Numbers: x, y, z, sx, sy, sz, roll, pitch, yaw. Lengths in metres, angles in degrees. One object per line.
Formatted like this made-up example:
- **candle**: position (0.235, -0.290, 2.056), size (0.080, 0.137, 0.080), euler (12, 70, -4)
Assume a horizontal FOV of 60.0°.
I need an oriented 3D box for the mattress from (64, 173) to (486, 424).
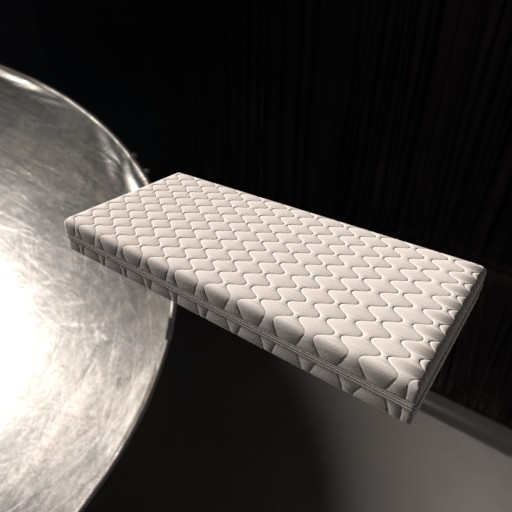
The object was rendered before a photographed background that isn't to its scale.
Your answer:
- **mattress**: position (0.000, 0.000, 2.282), size (2.000, 0.200, 0.900), euler (21, 38, 31)
